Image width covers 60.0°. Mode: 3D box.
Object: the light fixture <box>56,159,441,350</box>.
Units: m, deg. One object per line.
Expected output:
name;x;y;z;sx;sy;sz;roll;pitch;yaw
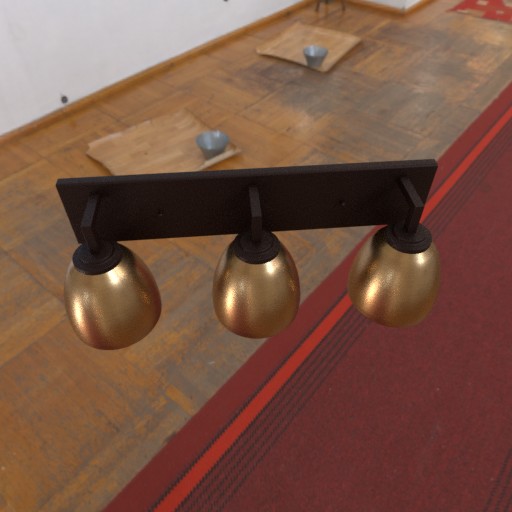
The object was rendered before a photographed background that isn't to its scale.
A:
light fixture;0.000;0.000;0.654;0.582;0.204;0.157;-4;46;-4
